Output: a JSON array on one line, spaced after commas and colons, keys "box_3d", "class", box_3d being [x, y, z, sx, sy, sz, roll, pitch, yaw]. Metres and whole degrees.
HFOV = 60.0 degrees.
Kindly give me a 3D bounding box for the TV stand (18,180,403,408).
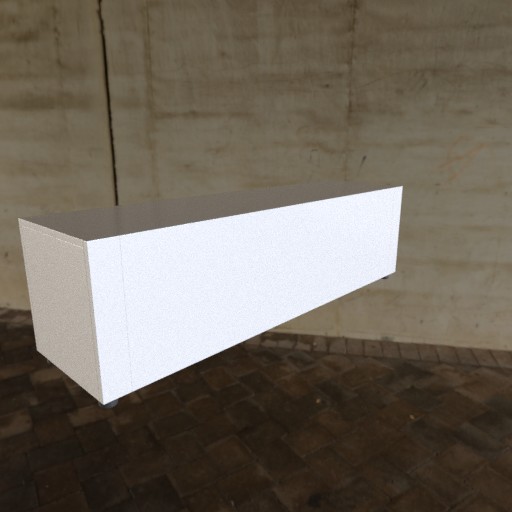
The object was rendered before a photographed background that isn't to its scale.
[{"box_3d": [0.000, 0.000, 1.686, 0.410, 0.440, 1.500, 14, 21, 42], "class": "TV stand"}]
